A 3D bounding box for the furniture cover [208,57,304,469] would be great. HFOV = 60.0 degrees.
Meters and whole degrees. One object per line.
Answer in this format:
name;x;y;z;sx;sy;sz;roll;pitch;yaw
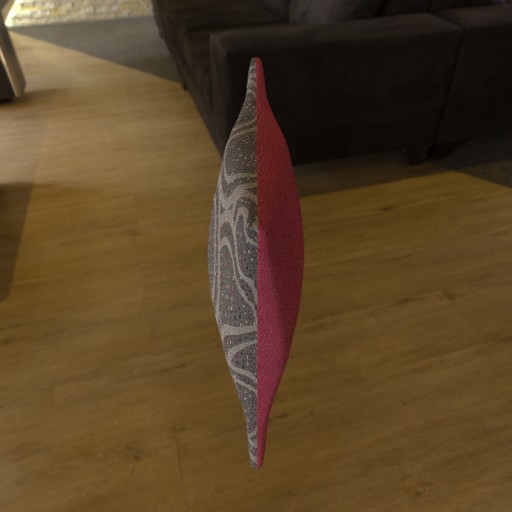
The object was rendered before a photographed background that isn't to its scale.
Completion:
furniture cover;0.000;0.000;0.772;0.163;0.513;0.514;0;41;0
